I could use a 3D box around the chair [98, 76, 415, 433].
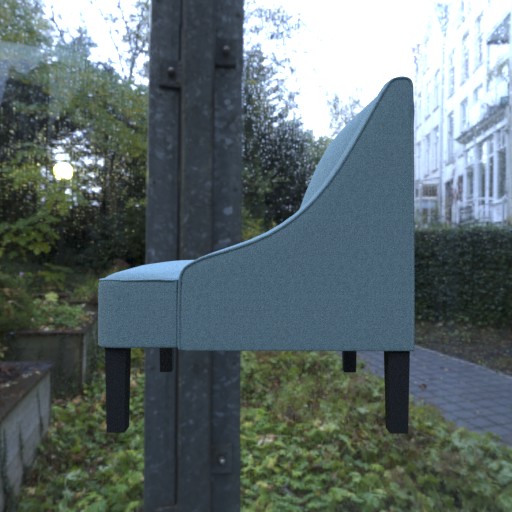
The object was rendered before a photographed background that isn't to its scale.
[{"bbox_3d":[0.000,0.000,1.818,1.025,1.133,0.857,0,0,0],"label":"chair"}]
